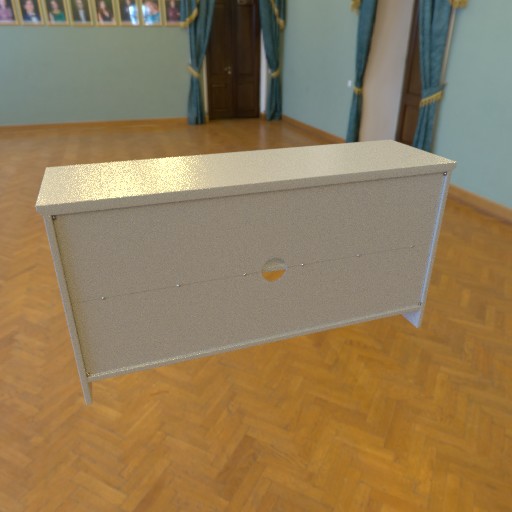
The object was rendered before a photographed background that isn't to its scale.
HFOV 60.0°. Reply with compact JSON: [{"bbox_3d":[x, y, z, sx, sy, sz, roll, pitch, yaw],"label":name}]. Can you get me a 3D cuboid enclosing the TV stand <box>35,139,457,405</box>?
[{"bbox_3d":[0.000,0.000,1.444,1.167,0.603,0.344,-9,28,-17],"label":"TV stand"}]
